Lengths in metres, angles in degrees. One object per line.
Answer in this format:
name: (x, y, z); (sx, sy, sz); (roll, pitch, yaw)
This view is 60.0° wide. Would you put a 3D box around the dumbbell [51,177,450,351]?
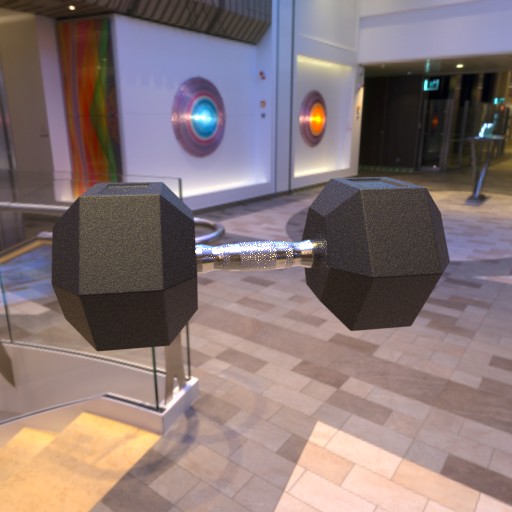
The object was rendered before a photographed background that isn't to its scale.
dumbbell: (0.000, 0.000, 0.471); (0.384, 0.150, 0.173); (-3, 17, -9)
